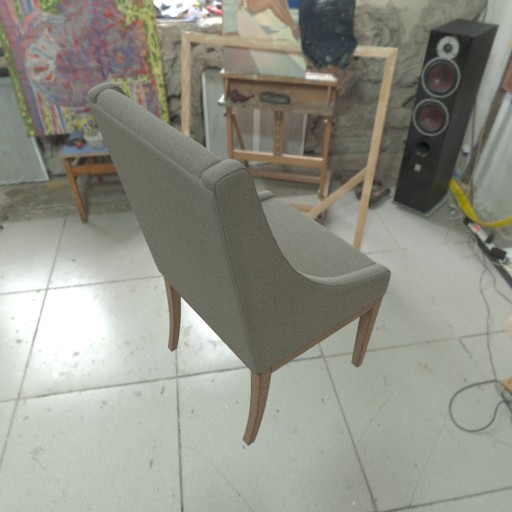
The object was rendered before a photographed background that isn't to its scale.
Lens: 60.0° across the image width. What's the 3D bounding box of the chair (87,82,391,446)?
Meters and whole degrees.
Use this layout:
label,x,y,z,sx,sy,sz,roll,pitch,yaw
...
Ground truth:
label,x,y,z,sx,sy,sz,roll,pitch,yaw
chair,0.000,0.000,1.350,0.611,1.021,0.575,-28,48,-28
